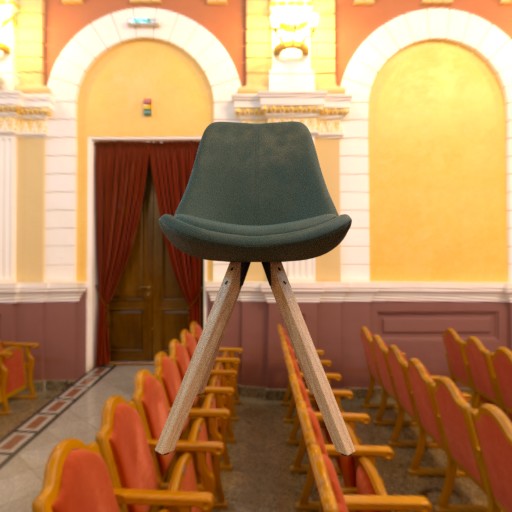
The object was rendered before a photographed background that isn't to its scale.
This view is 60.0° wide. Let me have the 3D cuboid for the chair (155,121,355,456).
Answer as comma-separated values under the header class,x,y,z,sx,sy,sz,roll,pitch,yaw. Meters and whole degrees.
class,x,y,z,sx,sy,sz,roll,pitch,yaw
chair,0.000,0.000,1.181,0.483,0.865,0.547,0,0,1
